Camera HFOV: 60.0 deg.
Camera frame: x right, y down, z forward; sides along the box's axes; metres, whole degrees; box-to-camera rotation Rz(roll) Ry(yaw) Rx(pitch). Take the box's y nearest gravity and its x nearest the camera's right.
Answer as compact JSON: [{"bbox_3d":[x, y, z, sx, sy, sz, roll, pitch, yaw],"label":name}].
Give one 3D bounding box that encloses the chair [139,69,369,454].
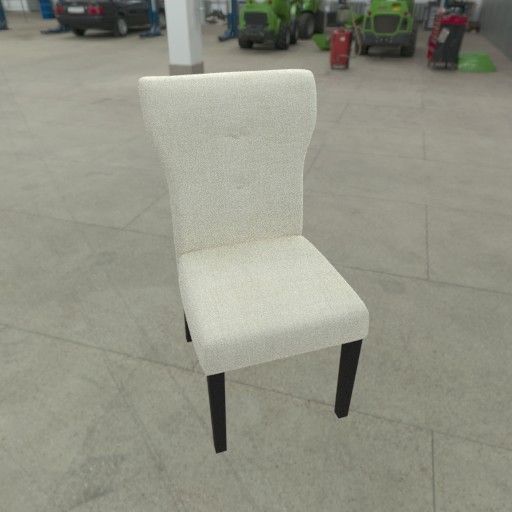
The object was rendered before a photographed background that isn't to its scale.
[{"bbox_3d":[0.000,0.000,1.292,0.509,0.921,0.597,-10,33,-15],"label":"chair"}]
